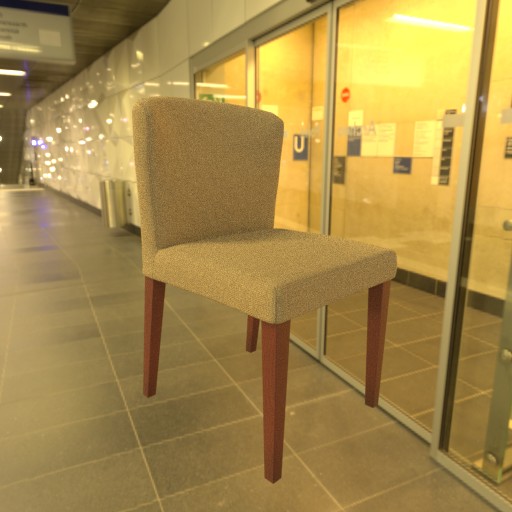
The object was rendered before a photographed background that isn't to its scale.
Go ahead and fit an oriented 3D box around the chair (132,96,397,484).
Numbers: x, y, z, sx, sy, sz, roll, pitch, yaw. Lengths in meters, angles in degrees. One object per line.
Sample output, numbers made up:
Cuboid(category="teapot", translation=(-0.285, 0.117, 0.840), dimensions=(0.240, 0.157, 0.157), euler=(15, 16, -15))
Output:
Cuboid(category="chair", translation=(0.000, 0.000, 1.181), dimensions=(0.589, 0.839, 0.491), euler=(13, 18, 43))
